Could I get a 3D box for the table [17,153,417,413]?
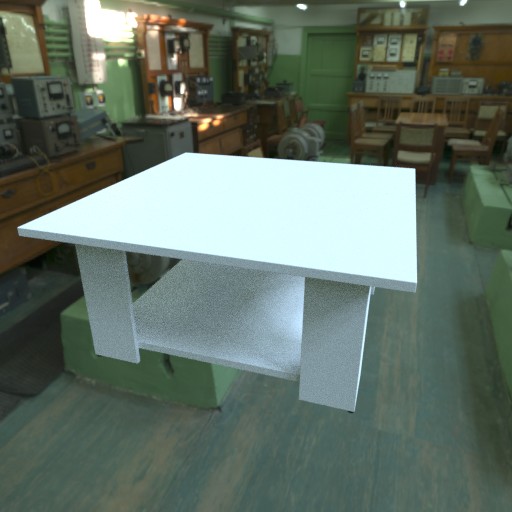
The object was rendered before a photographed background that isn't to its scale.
[{"bbox_3d":[0.000,0.000,1.043,0.670,0.305,0.670,8,26,16],"label":"table"}]
